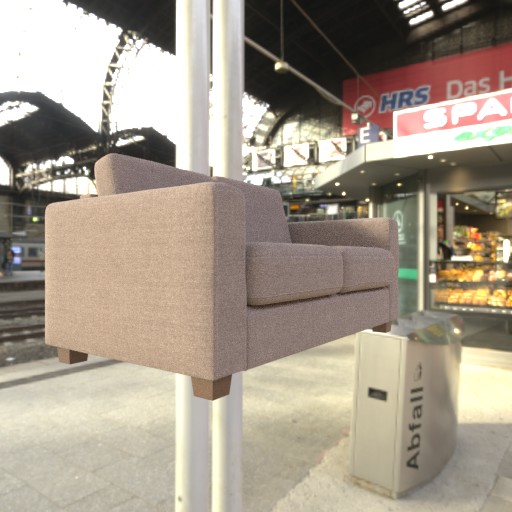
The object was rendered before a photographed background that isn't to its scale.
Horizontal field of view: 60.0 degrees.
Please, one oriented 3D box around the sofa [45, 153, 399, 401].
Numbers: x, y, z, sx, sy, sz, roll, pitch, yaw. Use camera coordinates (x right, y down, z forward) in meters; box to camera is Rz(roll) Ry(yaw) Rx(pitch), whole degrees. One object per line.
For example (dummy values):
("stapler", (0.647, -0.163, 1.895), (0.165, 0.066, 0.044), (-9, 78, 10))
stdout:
("sofa", (0.000, 0.000, 2.009), (0.900, 0.800, 1.520), (0, 0, 36))
